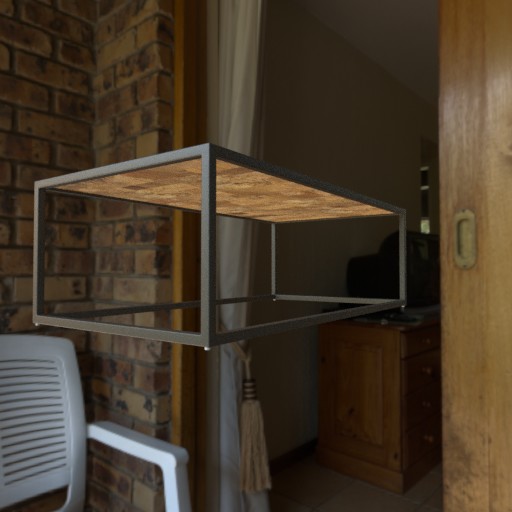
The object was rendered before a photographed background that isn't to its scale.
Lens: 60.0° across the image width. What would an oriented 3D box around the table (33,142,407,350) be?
[{"bbox_3d":[0.000,0.000,1.518,0.649,0.398,1.199,-1,-2,36],"label":"table"}]
